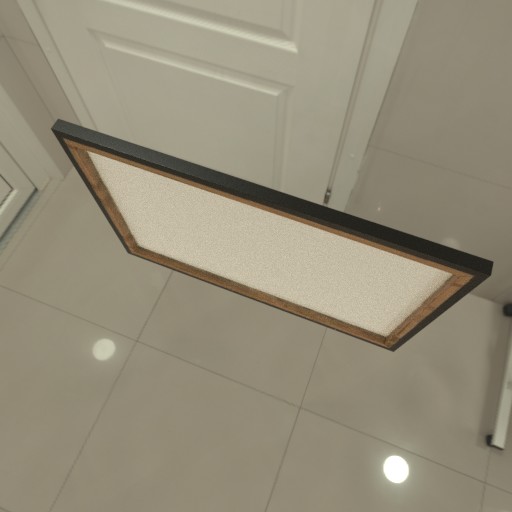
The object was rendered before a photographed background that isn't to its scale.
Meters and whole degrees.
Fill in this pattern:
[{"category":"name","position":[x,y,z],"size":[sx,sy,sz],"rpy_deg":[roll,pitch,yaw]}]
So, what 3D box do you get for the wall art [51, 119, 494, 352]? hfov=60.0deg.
[{"category":"wall art","position":[0.000,0.000,0.827],"size":[0.659,0.446,0.022],"rpy_deg":[20,67,9]}]
